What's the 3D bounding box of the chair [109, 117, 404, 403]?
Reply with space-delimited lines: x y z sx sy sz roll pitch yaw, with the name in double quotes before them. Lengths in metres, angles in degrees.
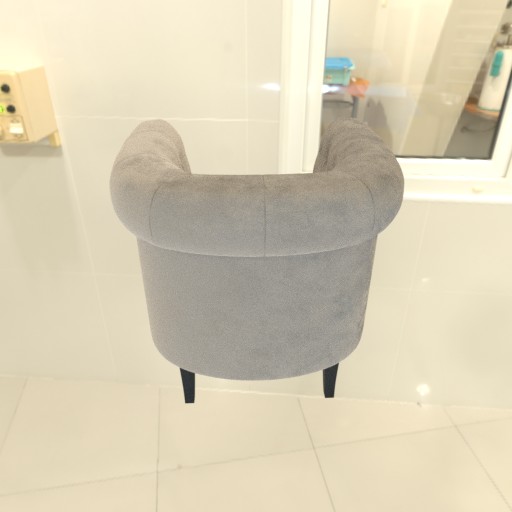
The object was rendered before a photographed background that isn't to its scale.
"chair" 0.000 0.000 1.561 0.904 0.826 0.851 -1 30 -2
